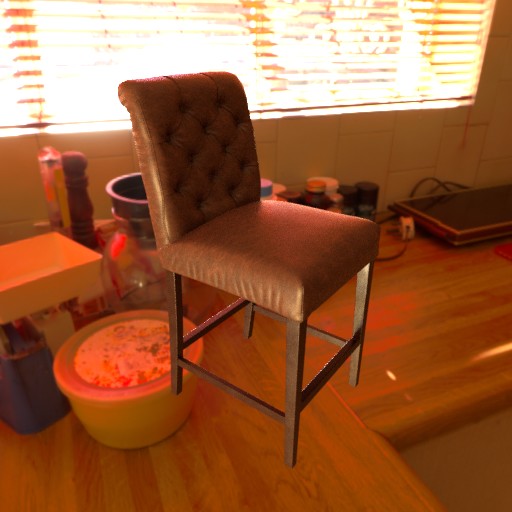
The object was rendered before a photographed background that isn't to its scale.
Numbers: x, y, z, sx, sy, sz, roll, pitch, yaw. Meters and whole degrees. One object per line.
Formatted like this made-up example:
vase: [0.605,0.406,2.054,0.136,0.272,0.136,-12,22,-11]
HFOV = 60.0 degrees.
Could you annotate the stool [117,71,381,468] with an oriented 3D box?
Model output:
stool: [0.000,0.000,1.450,0.660,1.084,0.486,18,32,33]
